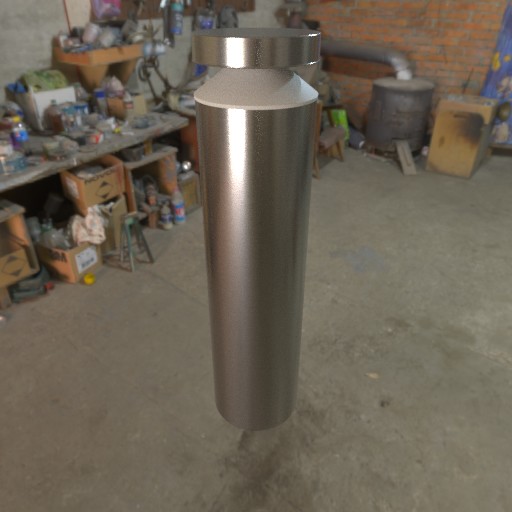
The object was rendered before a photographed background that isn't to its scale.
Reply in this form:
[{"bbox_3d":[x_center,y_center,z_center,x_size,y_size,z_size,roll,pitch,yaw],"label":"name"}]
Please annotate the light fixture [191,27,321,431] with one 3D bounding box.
[{"bbox_3d":[0.000,0.000,0.443,0.102,0.400,0.102,0,31,0],"label":"light fixture"}]
